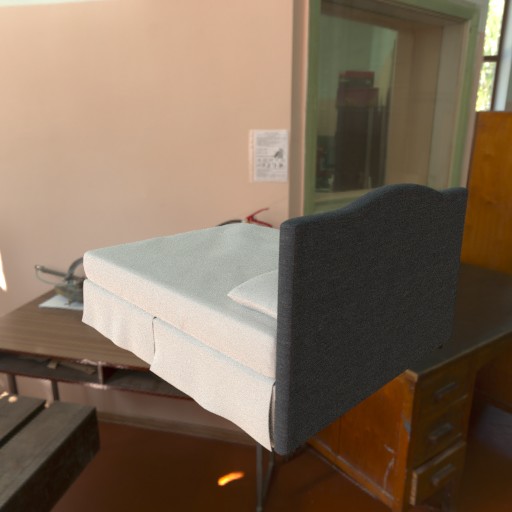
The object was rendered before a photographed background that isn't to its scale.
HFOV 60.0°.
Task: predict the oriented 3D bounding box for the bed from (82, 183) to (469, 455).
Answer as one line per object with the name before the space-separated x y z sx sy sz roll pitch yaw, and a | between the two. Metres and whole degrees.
bed | 0.000 0.000 3.879 2.161 1.457 2.689 -14 21 -42
